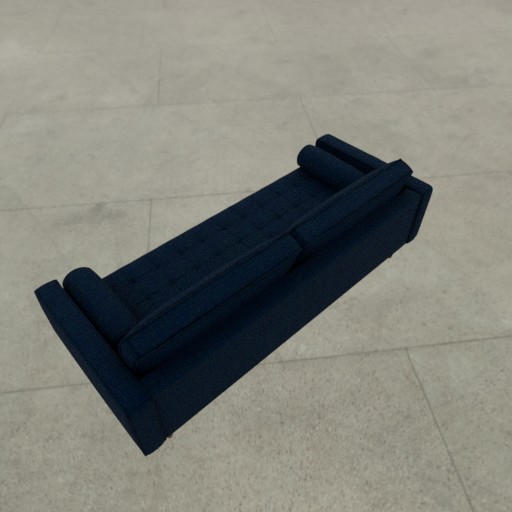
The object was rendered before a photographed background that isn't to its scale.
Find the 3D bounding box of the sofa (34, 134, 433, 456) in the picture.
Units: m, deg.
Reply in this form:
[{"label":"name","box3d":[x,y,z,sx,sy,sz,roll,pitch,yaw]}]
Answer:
[{"label":"sofa","box3d":[0.000,0.000,2.614,2.210,0.762,0.914,-33,54,-28]}]
